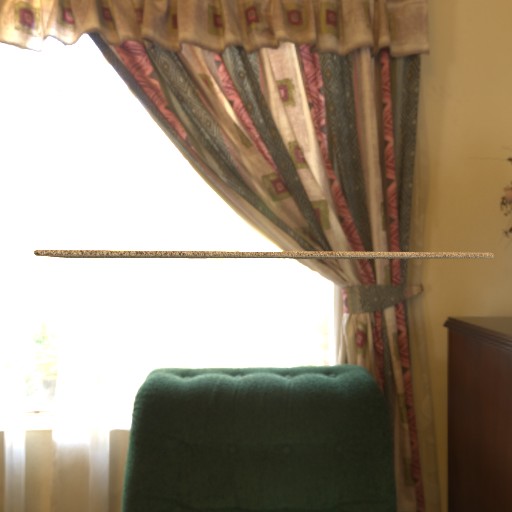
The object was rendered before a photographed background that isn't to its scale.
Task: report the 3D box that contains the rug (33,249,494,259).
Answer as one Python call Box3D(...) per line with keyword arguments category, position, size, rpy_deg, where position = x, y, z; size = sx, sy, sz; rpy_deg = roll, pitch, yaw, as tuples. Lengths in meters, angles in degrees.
Box3D(category="rug", position=(0.000, 0.000, 2.924), size=(2.438, 0.030, 1.524), rpy_deg=(0, -1, -18))
